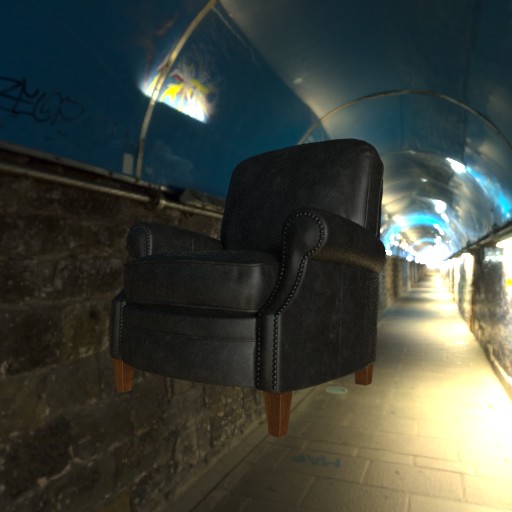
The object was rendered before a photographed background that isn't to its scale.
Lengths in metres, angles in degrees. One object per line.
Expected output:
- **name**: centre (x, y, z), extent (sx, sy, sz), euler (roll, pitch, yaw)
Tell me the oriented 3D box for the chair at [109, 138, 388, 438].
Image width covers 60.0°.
- **chair**: centre (0.000, 0.000, 1.751), extent (0.936, 1.018, 0.986), euler (-1, -1, 37)
